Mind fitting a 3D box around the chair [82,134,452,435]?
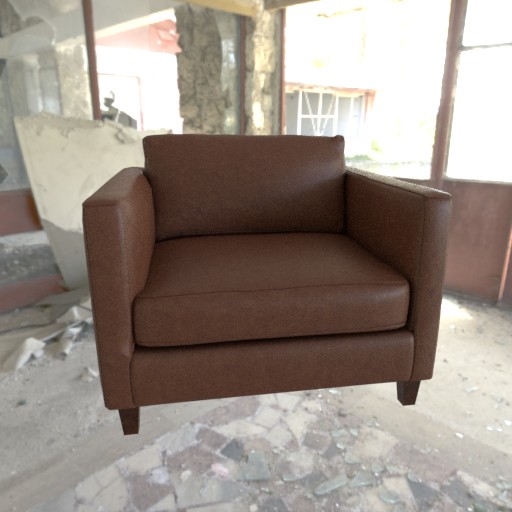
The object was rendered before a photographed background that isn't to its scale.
[{"bbox_3d":[0.000,0.000,1.745,1.107,0.917,0.959,-3,17,-9],"label":"chair"}]
